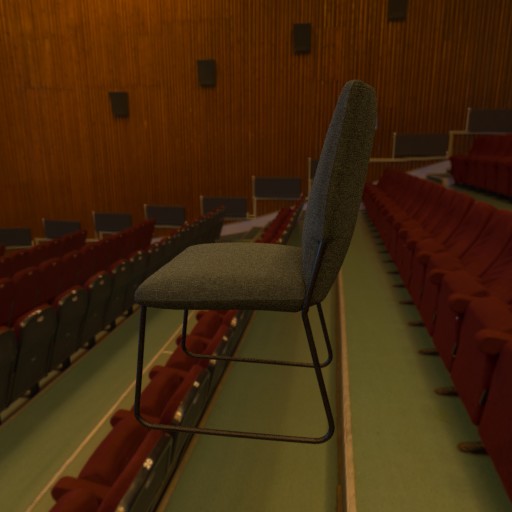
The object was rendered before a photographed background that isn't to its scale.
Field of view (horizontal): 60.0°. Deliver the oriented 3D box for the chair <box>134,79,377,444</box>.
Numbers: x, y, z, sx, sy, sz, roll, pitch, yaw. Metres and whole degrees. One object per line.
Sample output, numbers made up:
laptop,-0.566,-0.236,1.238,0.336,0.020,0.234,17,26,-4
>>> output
chair,0.000,0.000,1.312,0.635,0.931,0.480,2,15,9
